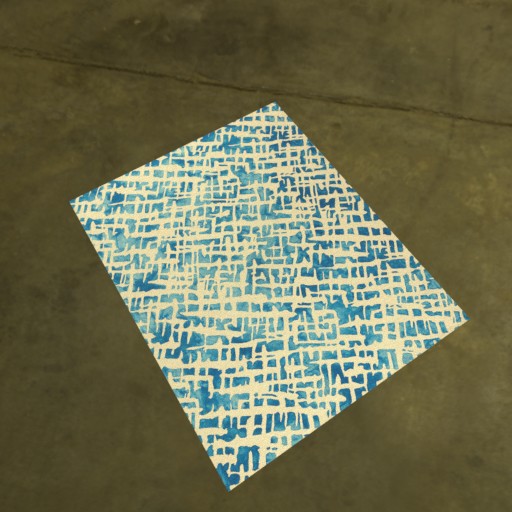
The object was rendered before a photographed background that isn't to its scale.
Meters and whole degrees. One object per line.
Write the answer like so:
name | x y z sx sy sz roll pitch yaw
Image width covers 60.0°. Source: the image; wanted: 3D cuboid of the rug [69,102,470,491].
rug | 0.000 0.000 4.074 2.435 0.007 3.007 -30 67 -14
